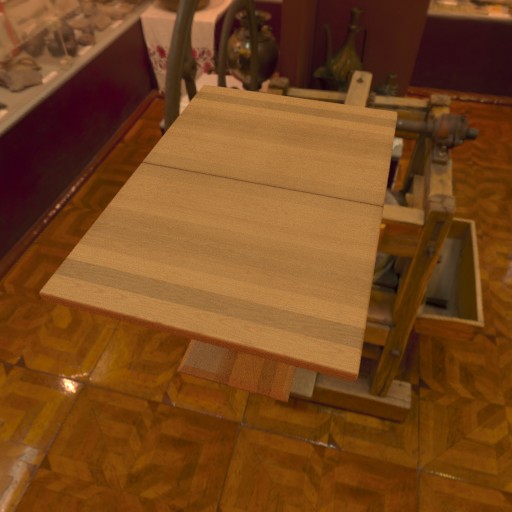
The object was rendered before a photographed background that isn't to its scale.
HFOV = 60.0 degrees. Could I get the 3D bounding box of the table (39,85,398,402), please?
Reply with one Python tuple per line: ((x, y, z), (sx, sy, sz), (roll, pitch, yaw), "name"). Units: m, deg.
((0.000, 0.000, 1.864), (0.900, 0.770, 1.300), (12, 48, 11), "table")
